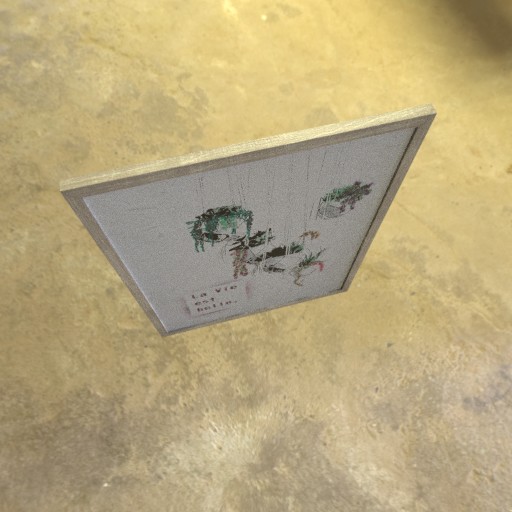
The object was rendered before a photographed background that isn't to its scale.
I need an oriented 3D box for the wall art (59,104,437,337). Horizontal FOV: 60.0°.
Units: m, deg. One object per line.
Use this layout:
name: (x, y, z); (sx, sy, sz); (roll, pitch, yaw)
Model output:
wall art: (0.000, 0.000, 1.354); (0.781, 1.022, 0.035); (-14, 65, -6)
